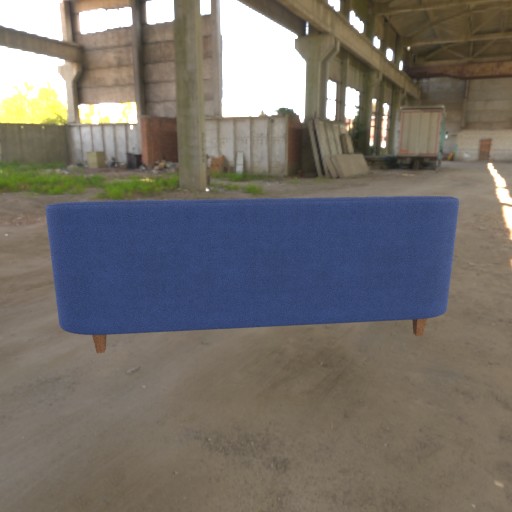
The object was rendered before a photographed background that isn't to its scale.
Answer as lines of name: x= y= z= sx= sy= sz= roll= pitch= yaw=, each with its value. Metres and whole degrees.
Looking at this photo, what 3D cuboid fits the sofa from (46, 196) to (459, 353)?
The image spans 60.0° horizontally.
sofa: x=0.000 y=0.000 z=2.654 sx=2.235 sy=0.787 sz=0.914 roll=-2 pitch=15 yaw=-7
